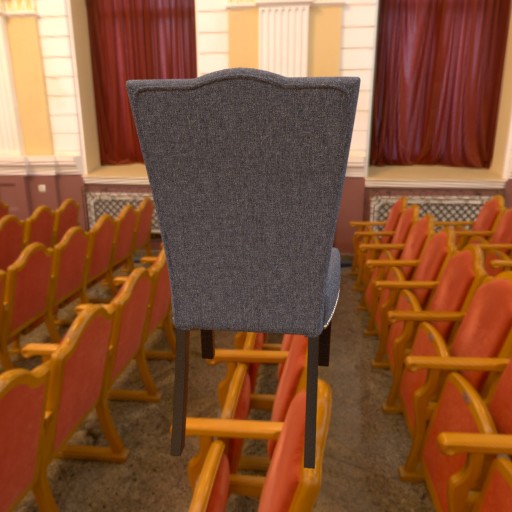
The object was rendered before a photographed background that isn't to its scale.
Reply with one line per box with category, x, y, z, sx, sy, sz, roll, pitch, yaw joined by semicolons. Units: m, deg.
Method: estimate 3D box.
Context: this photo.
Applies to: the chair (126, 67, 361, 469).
chair;0.000;0.000;1.285;0.518;0.946;0.589;2;15;7
